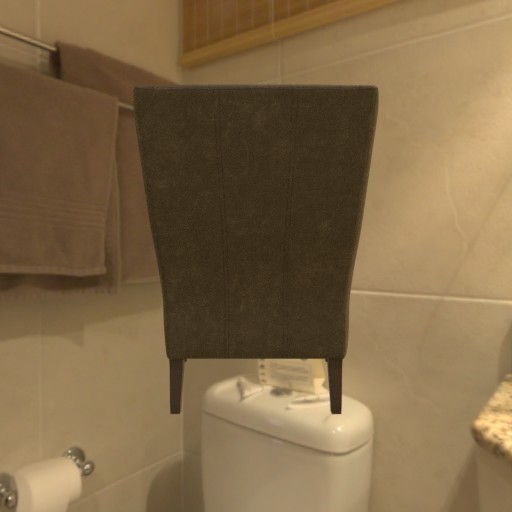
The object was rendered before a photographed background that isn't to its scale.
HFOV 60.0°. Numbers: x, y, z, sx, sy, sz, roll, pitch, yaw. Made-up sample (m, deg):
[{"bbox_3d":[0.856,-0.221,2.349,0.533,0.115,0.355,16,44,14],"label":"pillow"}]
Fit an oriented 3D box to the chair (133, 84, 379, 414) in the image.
[{"bbox_3d":[0.000,0.000,1.676,0.853,1.016,0.926,0,1,0],"label":"chair"}]
